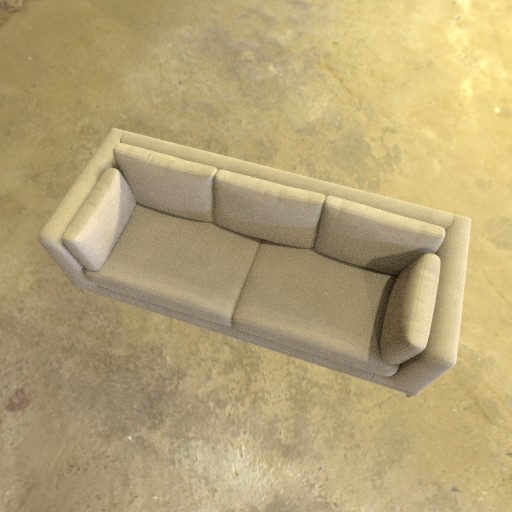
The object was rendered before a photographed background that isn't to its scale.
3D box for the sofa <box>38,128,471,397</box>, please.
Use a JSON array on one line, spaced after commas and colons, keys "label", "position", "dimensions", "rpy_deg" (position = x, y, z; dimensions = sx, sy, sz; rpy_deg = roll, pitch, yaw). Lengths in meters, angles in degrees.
[{"label": "sofa", "position": [0.000, 0.000, 2.891], "dimensions": [2.415, 0.867, 0.969], "rpy_deg": [16, 61, 9]}]
